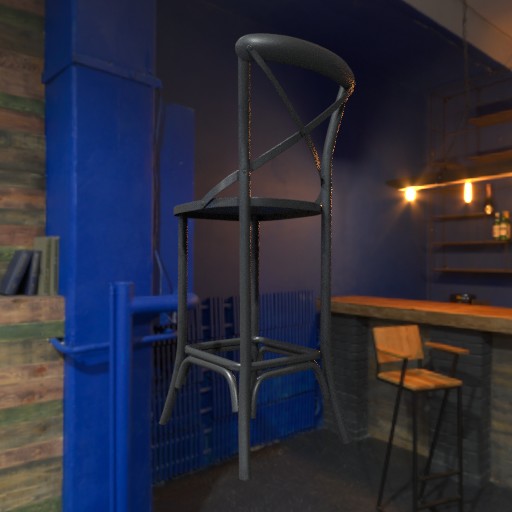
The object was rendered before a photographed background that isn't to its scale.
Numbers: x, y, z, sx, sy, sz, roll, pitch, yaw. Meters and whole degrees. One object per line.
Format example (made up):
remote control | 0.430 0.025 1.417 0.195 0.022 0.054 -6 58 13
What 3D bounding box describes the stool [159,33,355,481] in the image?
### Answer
stool | 0.000 0.000 1.454 0.457 1.168 0.584 0 -1 -37
